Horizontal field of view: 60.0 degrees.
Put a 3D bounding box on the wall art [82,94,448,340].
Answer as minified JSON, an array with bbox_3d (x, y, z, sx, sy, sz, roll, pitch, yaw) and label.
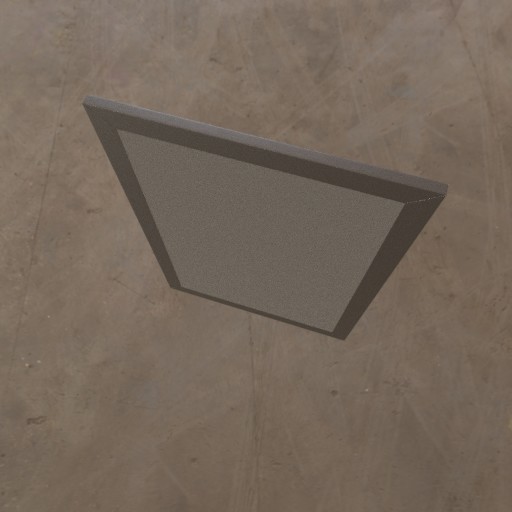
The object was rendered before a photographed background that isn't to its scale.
[{"bbox_3d":[0.000,0.000,0.678,0.376,0.529,0.013,16,66,7],"label":"wall art"}]
